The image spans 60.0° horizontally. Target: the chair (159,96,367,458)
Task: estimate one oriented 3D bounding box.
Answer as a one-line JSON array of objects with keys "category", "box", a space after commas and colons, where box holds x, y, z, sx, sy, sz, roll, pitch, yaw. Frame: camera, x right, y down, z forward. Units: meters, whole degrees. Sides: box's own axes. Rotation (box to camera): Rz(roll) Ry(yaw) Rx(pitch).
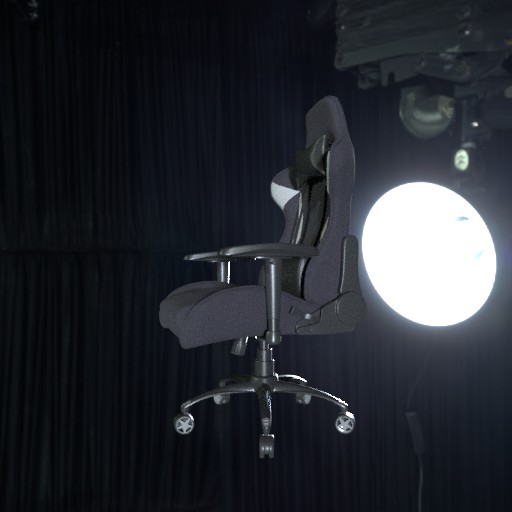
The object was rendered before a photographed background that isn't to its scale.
[{"category": "chair", "box": [0.000, 0.000, 1.732, 0.695, 1.300, 0.730, 1, -2, -18]}]
